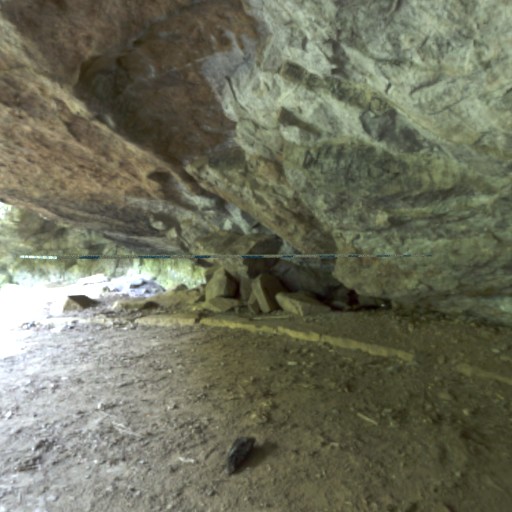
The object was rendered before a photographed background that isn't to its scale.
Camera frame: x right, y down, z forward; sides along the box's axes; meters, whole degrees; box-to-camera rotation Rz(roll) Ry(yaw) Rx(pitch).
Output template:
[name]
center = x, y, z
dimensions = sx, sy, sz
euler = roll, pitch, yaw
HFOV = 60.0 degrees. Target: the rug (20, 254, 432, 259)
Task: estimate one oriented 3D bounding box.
[rug]
center = 0.000, 0.000, 1.644
dimensions = 1.492, 0.007, 0.503
euler = 0, 0, -36
